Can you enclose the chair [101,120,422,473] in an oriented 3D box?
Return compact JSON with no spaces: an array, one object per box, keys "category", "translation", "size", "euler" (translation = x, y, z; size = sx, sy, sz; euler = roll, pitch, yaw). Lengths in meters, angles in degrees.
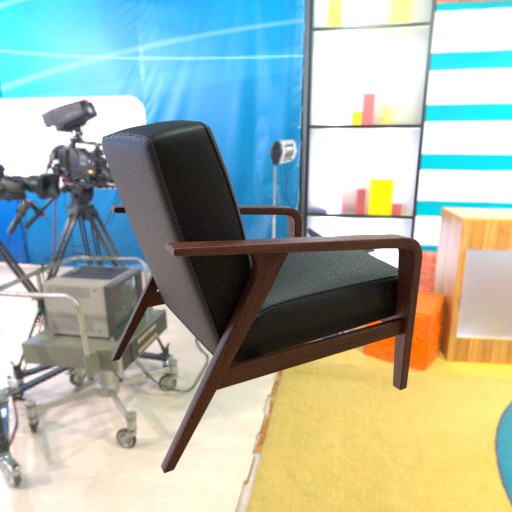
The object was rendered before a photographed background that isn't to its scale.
[{"category":"chair","translation":[0.000,0.000,1.493],"size":[0.889,0.861,0.719],"euler":[-8,17,-27]}]
